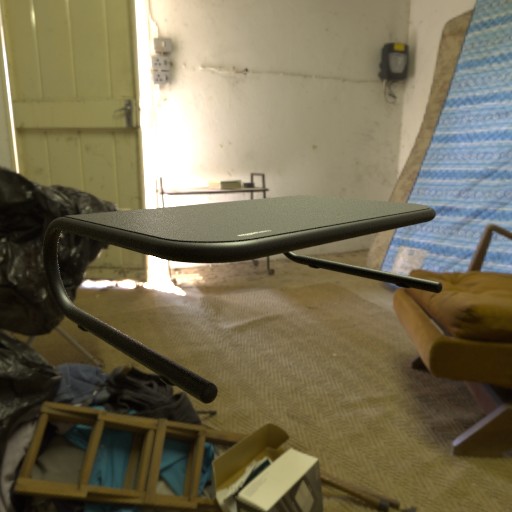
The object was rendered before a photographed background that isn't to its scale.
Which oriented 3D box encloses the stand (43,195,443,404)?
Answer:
[{"bbox_3d":[0.000,0.000,0.503,0.370,0.108,0.280,-12,17,-43],"label":"stand"}]
